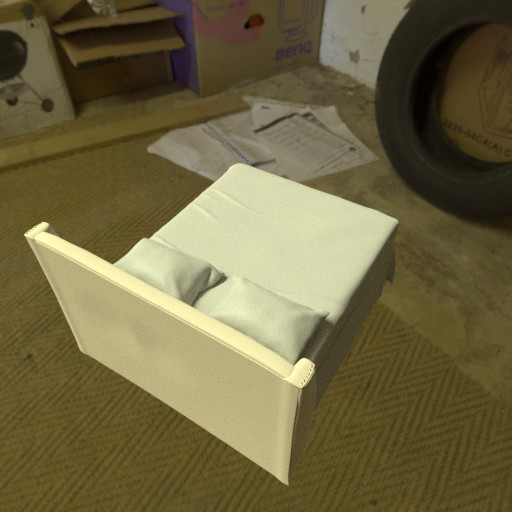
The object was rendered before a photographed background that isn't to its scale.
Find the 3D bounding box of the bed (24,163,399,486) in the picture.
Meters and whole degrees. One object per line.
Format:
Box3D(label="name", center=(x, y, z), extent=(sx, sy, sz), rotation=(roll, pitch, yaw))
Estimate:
Box3D(label="bed", center=(0.000, 0.000, 3.433), extent=(1.925, 1.332, 2.276), rotation=(24, 50, 22))
